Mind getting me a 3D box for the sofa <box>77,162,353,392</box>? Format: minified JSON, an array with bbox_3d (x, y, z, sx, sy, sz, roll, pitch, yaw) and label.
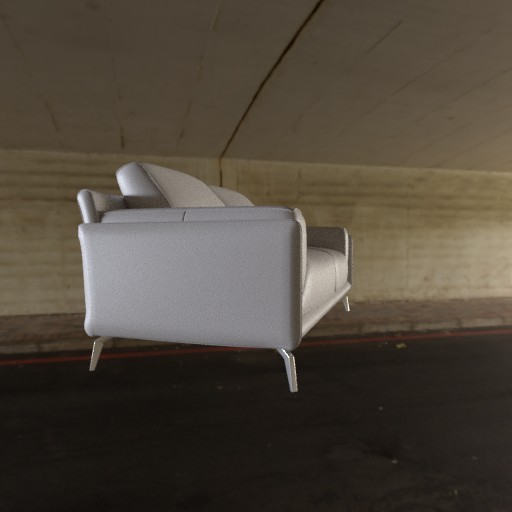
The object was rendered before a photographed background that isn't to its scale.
[{"bbox_3d":[0.000,0.000,2.644,1.049,0.930,2.101,0,1,17],"label":"sofa"}]
